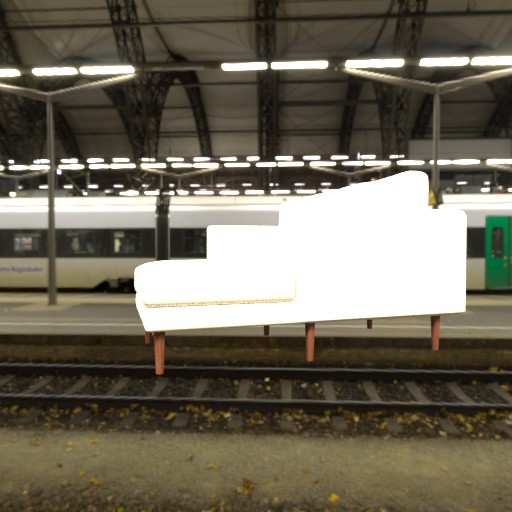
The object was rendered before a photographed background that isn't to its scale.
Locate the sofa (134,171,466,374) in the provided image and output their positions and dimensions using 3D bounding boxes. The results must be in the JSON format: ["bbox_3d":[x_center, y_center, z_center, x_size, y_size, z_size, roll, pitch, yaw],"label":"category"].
[{"bbox_3d":[0.000,0.000,2.917,1.580,0.899,2.029,0,1,-18],"label":"sofa"}]
